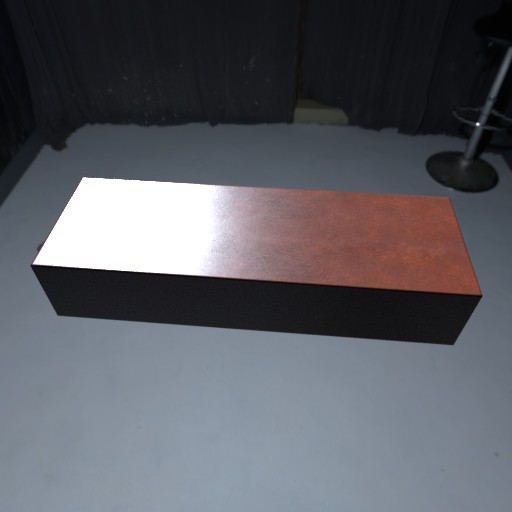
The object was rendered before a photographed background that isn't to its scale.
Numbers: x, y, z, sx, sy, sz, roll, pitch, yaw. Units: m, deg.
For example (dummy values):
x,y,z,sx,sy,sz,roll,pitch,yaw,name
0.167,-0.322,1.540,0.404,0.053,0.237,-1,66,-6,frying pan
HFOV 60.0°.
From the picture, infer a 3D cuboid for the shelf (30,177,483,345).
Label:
x,y,z,sx,sy,sz,roll,pitch,yaw,name
0.000,0.000,0.530,0.457,0.088,0.152,4,46,4,shelf
